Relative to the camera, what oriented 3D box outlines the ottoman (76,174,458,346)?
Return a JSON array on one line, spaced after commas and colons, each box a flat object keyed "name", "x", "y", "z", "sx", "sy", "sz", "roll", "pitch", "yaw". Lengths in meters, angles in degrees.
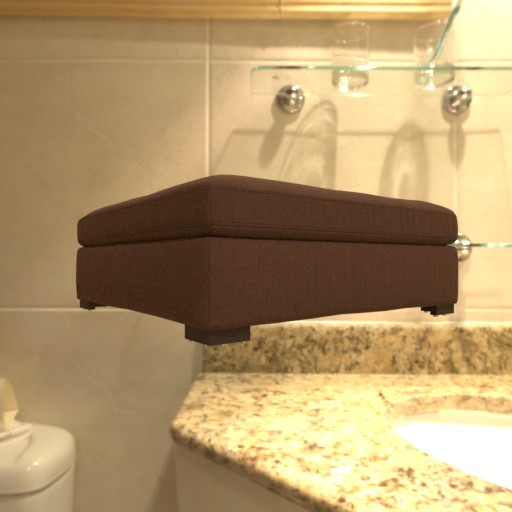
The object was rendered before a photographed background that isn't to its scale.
[{"name": "ottoman", "x": 0.000, "y": 0.000, "z": 1.874, "sx": 1.181, "sy": 0.470, "sz": 1.181, "roll": 0, "pitch": -1, "yaw": -37}]
